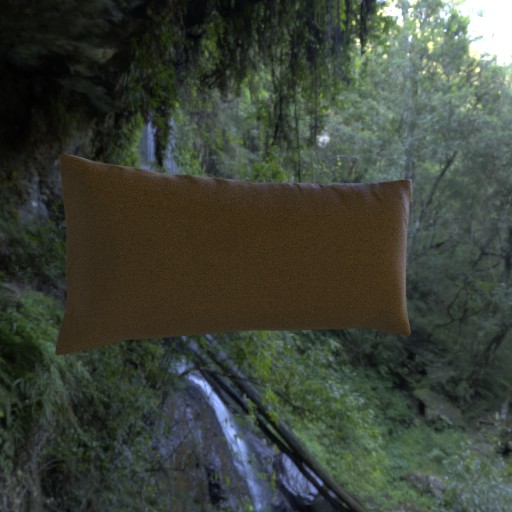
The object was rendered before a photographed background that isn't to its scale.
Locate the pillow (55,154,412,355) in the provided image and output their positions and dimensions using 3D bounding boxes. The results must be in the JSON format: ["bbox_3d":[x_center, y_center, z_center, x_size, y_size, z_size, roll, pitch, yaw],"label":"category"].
[{"bbox_3d":[0.000,0.000,0.735,0.608,0.291,0.151,0,-2,-18],"label":"pillow"}]
